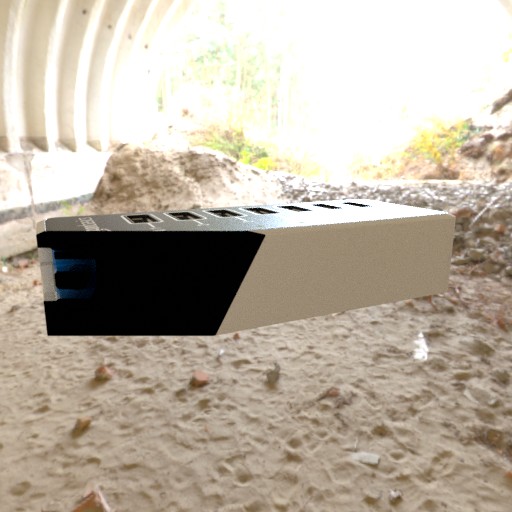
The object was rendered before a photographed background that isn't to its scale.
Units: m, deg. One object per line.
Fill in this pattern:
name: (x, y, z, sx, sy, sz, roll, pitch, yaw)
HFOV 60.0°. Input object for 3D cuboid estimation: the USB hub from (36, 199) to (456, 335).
USB hub: (0.000, 0.000, 0.125, 0.110, 0.023, 0.044, -6, 15, -25)
